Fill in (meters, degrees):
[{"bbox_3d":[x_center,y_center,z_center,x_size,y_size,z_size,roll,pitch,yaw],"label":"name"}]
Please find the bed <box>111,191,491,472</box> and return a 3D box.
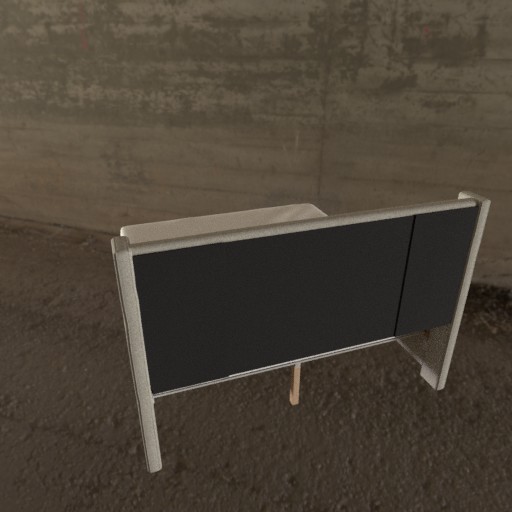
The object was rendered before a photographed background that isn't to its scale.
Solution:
[{"bbox_3d":[0.000,0.000,3.567,2.140,1.470,2.280,-9,28,-17],"label":"bed"}]
